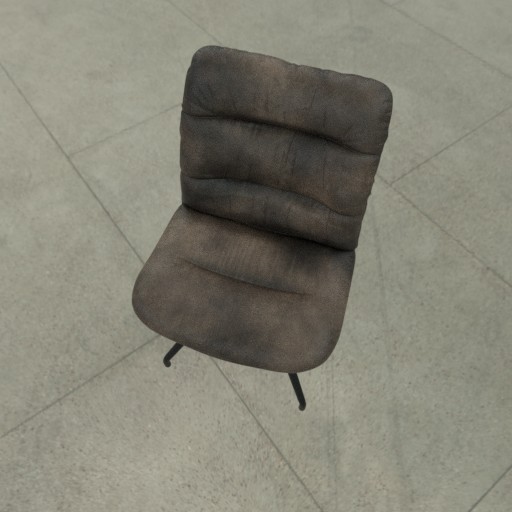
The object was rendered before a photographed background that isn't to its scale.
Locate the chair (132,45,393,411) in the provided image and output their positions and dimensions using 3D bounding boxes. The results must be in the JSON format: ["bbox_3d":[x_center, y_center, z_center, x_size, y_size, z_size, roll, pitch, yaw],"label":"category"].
[{"bbox_3d":[0.000,0.000,1.254,0.549,0.870,0.622,15,59,9],"label":"chair"}]
